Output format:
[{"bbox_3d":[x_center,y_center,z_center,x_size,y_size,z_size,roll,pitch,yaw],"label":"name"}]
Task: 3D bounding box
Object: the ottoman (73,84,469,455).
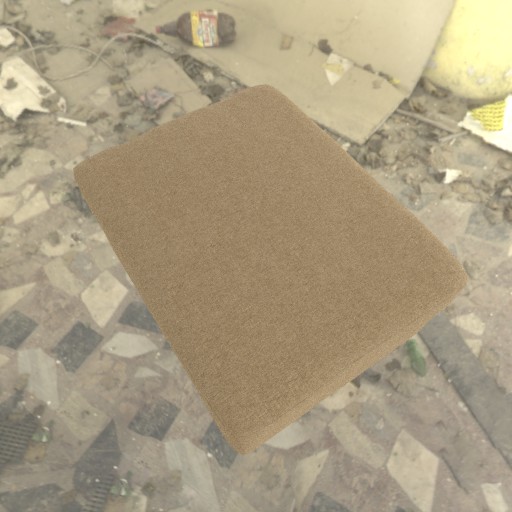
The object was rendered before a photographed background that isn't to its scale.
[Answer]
[{"bbox_3d":[0.000,0.000,1.313,0.692,0.511,0.889,-30,63,-17],"label":"ottoman"}]
